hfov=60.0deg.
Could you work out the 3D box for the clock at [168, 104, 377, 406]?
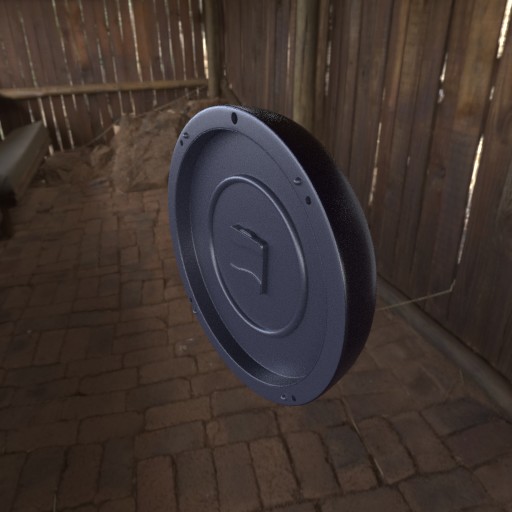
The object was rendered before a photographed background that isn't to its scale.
[{"bbox_3d":[0.000,0.000,0.457,0.060,0.300,0.300,-18,32,-32],"label":"clock"}]
